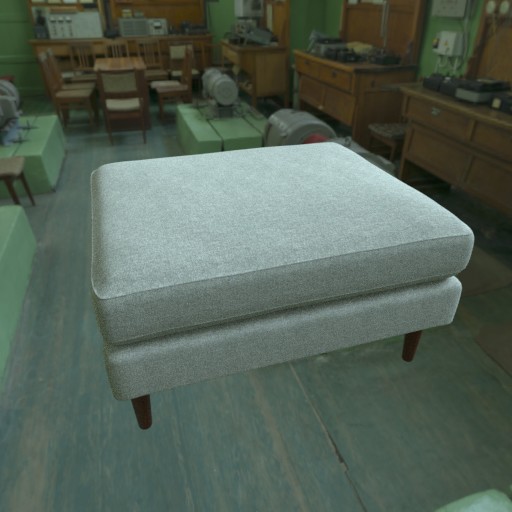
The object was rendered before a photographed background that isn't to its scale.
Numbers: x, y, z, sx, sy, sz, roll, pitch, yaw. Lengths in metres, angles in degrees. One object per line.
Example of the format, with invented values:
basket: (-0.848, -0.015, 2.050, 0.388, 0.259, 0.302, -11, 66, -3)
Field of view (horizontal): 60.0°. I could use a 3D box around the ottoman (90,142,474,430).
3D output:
ottoman: (0.000, 0.000, 1.230, 0.821, 0.474, 0.693, -9, 32, -15)
